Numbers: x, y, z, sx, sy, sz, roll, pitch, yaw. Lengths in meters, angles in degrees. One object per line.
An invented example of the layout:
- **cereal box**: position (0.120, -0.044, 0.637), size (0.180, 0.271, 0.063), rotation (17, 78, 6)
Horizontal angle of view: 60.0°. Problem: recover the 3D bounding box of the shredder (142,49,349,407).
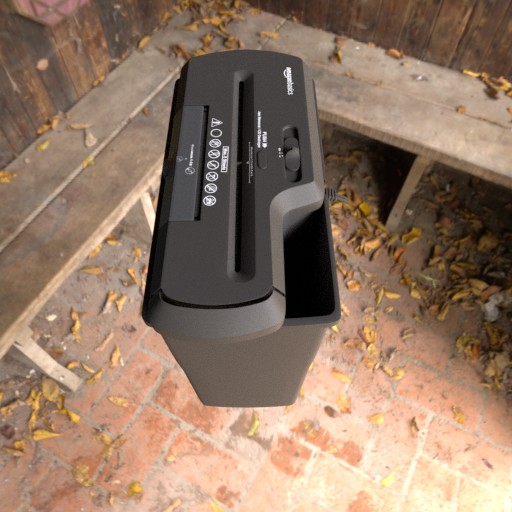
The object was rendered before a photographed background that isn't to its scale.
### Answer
- **shredder**: position (0.000, 0.000, 0.516), size (0.170, 0.335, 0.320), rotation (0, 58, 0)
